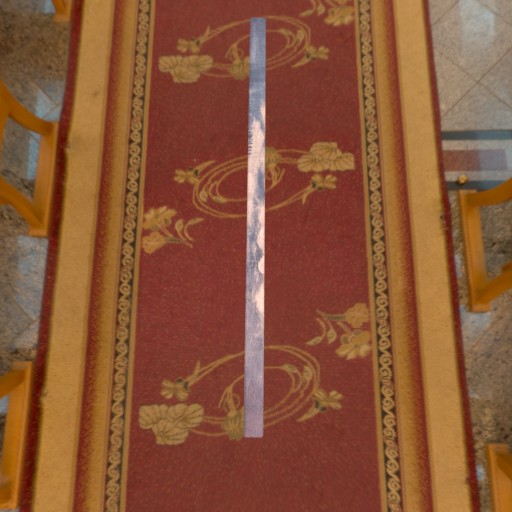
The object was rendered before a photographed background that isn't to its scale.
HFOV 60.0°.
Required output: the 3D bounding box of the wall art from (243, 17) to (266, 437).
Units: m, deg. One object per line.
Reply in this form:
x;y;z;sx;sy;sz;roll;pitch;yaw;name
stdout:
0.000;0.000;1.510;0.040;1.020;1.010;1;76;0;wall art
